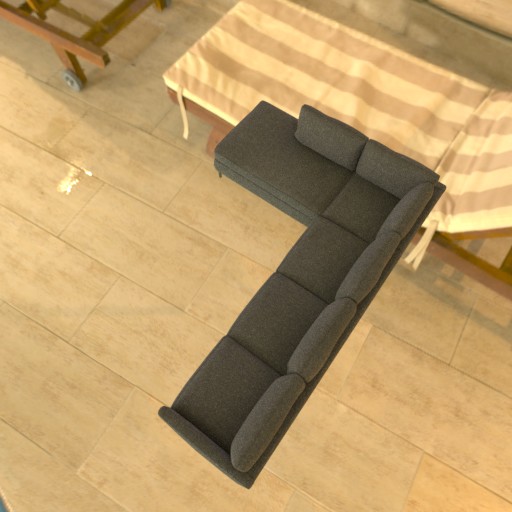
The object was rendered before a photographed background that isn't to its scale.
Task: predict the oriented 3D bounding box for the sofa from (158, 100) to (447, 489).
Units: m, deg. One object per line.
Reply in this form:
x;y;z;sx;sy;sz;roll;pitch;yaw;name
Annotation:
0.000;0.000;3.765;2.007;0.815;2.949;33;69;15;sofa
